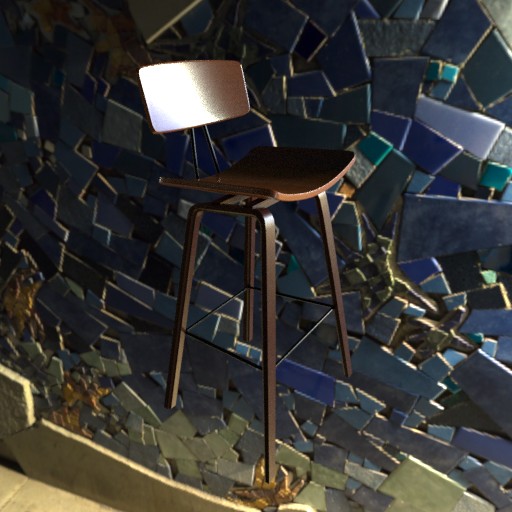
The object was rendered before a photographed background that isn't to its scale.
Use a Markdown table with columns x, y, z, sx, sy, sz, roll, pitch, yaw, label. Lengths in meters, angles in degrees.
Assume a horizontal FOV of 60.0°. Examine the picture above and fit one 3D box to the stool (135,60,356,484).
| x | y | z | sx | sy | sz | roll | pitch | yaw | label |
| --- | --- | --- | --- | --- | --- | --- | --- | --- | --- |
| 0.000 | 0.000 | 1.215 | 0.440 | 0.969 | 0.509 | 17 | 31 | 31 | stool |
